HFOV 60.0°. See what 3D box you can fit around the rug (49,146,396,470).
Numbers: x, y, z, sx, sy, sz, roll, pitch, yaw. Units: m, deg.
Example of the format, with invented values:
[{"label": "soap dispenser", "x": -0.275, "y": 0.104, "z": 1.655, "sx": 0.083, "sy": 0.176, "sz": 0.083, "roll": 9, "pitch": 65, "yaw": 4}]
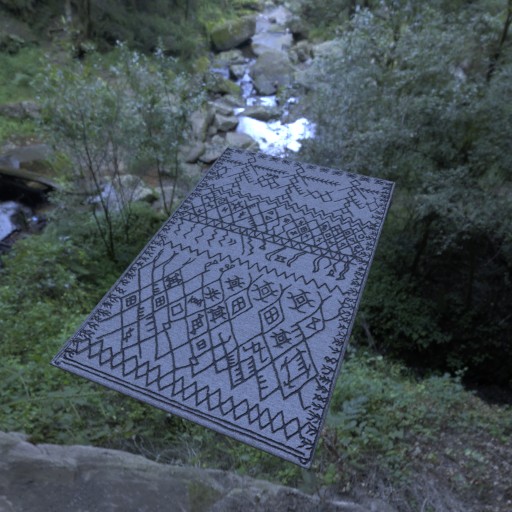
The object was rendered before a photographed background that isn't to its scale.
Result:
[{"label": "rug", "x": 0.000, "y": 0.000, "z": 3.084, "sx": 1.526, "sy": 0.012, "sz": 2.444, "roll": 16, "pitch": 48, "yaw": 15}]
